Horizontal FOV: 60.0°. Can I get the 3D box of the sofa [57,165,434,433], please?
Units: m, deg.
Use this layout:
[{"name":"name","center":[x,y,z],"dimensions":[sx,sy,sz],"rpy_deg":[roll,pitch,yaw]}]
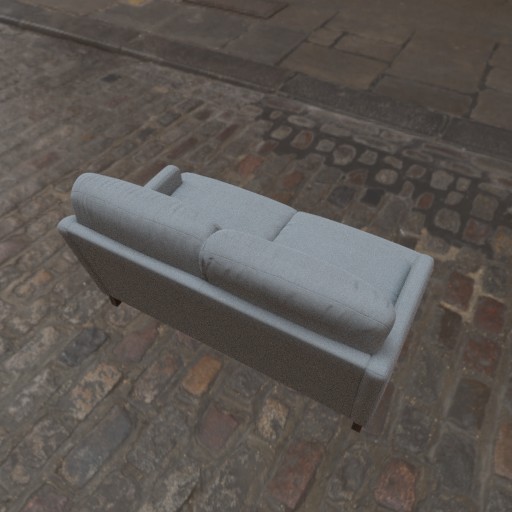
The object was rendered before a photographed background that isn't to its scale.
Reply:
[{"name":"sofa","center":[0.000,0.000,2.216],"dimensions":[1.589,0.921,0.987],"rpy_deg":[22,50,20]}]
